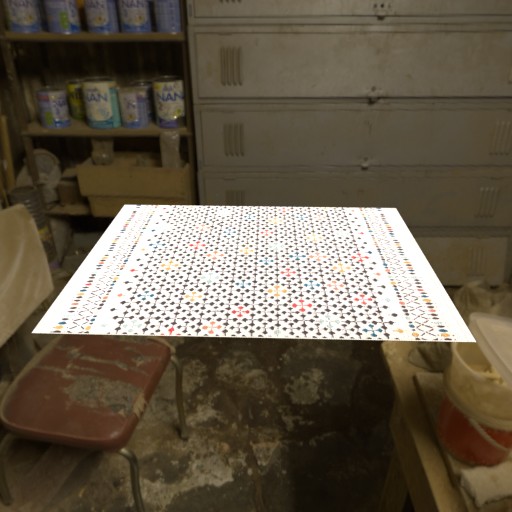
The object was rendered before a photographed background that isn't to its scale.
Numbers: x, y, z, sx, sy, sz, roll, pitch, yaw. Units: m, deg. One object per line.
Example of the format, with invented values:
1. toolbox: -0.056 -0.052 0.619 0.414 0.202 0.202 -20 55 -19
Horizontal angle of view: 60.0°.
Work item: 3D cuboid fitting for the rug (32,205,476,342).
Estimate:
1. rug: 0.000 0.000 4.206 3.196 0.007 2.354 1 30 2
